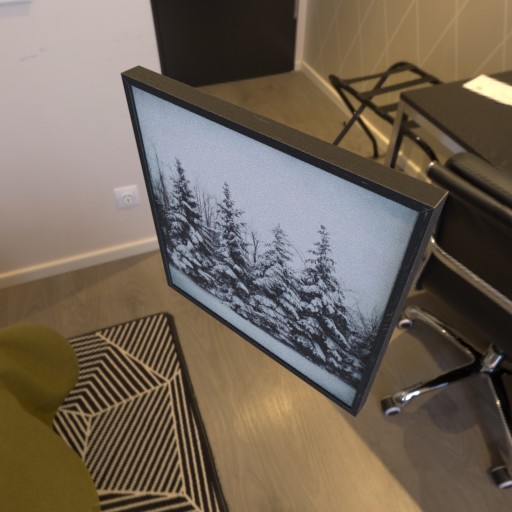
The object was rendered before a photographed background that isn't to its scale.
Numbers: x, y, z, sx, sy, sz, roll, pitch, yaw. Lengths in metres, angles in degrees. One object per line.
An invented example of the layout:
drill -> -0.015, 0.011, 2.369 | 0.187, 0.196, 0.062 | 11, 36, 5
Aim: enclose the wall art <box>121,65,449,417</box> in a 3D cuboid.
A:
wall art -> 0.000, 0.000, 0.760 | 0.506, 0.506, 0.036 | 30, 53, 26
